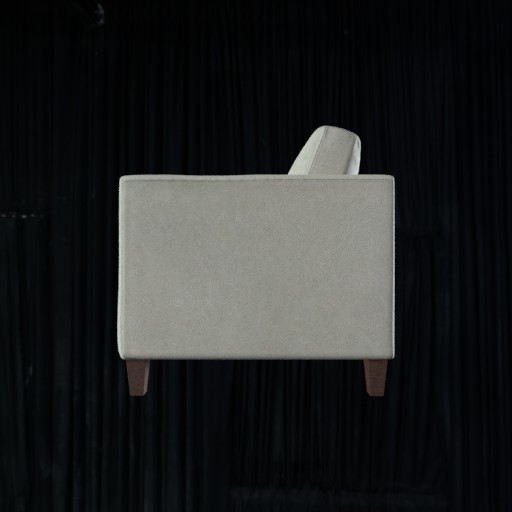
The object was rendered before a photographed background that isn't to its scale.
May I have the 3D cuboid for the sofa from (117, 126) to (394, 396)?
[{"bbox_3d":[0.000,0.000,2.365,0.950,0.940,1.846,0,0,0],"label":"sofa"}]
